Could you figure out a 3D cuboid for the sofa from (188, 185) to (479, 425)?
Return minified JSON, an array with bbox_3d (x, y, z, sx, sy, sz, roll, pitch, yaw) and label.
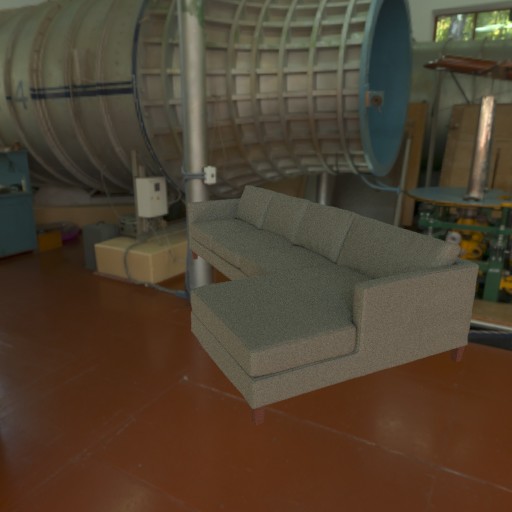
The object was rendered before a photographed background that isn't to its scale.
[{"bbox_3d":[0.000,0.000,3.900,1.625,0.861,3.186,-8,18,-25],"label":"sofa"}]
